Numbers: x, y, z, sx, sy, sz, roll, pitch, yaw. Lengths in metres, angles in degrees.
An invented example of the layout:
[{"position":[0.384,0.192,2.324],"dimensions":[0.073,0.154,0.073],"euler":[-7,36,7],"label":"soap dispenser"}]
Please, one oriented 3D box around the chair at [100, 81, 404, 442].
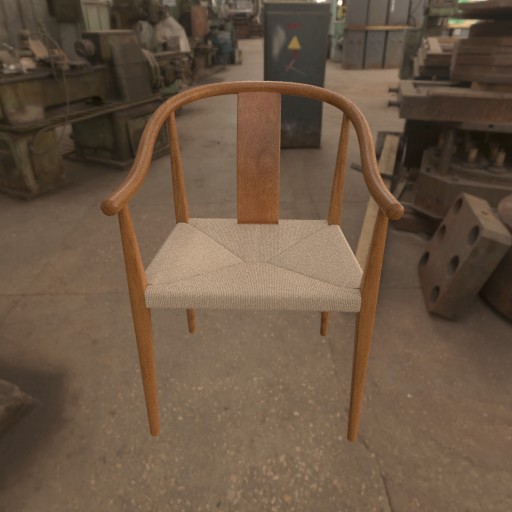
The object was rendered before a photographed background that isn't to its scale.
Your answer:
[{"position":[0.000,0.000,1.182],"dimensions":[0.556,0.800,0.579],"euler":[1,29,2],"label":"chair"}]
